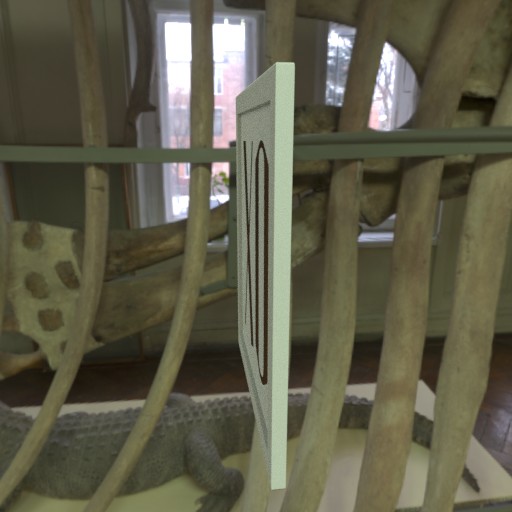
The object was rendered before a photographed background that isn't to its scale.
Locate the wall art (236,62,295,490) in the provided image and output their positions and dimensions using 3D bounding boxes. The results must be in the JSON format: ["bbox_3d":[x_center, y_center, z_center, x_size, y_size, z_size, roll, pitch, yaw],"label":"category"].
[{"bbox_3d":[0.000,0.000,0.741,0.020,0.536,0.444,-2,16,-8],"label":"wall art"}]
